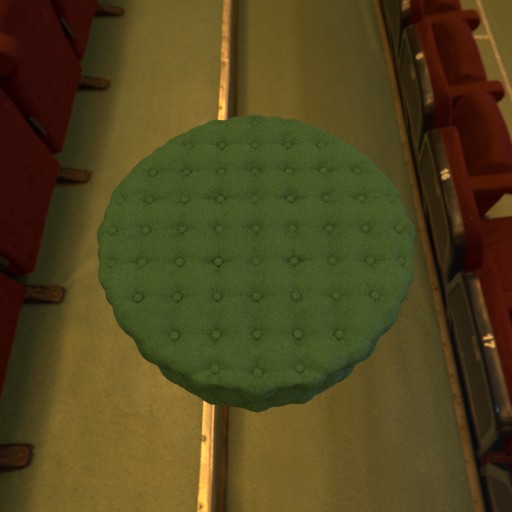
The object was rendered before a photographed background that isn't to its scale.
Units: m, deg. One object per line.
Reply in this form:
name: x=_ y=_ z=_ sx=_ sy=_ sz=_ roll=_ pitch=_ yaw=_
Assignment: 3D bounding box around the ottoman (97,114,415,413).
ottoman: x=0.000 y=0.000 z=1.531 sx=0.998 sy=0.399 sz=0.998 roll=0 pitch=63 yaw=0
